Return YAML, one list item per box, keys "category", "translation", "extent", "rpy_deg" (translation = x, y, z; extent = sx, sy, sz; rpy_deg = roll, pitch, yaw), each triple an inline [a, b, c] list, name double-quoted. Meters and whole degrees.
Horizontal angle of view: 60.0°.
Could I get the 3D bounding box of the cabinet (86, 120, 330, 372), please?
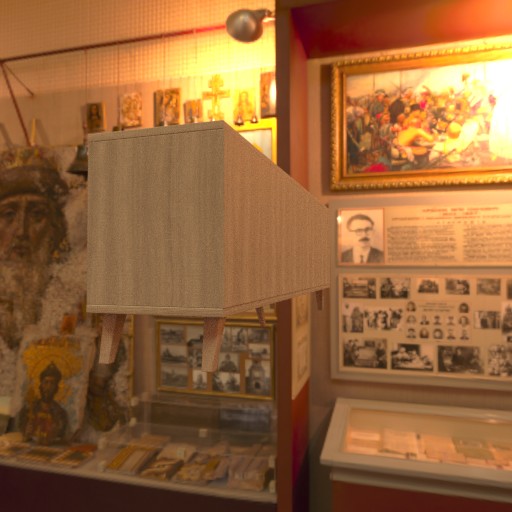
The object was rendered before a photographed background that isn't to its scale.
- category: "cabinet"
  translation: [0.000, 0.000, 2.471]
  extent: [0.499, 0.779, 2.198]
  rpy_deg: [0, -2, 18]
